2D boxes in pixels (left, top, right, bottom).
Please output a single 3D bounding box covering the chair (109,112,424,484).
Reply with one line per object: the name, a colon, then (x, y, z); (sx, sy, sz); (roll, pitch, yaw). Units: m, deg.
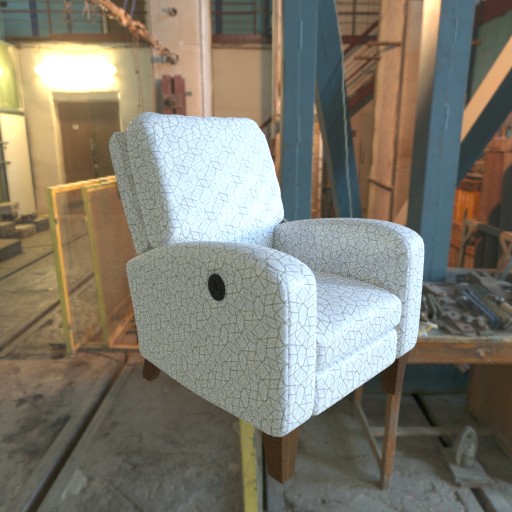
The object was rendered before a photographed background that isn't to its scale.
chair: (0.000, 0.000, 1.700); (0.995, 1.064, 0.796); (14, 20, 43)
